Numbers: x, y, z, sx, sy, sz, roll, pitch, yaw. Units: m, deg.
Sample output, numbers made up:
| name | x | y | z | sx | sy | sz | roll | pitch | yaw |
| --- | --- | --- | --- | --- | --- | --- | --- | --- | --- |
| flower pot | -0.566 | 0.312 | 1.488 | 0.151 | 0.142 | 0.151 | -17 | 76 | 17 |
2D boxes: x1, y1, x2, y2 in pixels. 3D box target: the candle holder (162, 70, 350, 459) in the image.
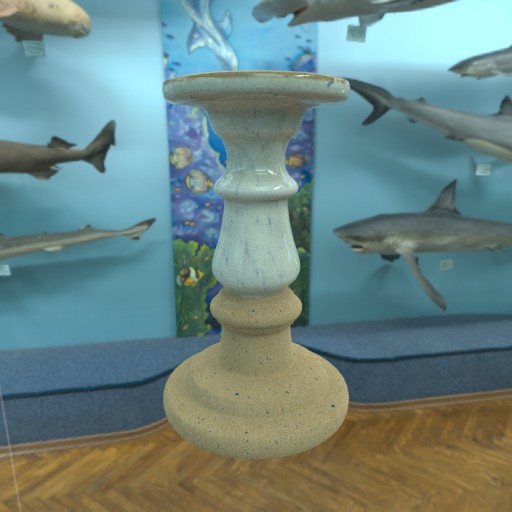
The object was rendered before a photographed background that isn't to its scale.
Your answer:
| name | x | y | z | sx | sy | sz | roll | pitch | yaw |
| --- | --- | --- | --- | --- | --- | --- | --- | --- | --- |
| candle holder | 0.000 | 0.000 | 0.275 | 0.123 | 0.202 | 0.123 | 0 | 15 | 0 |
